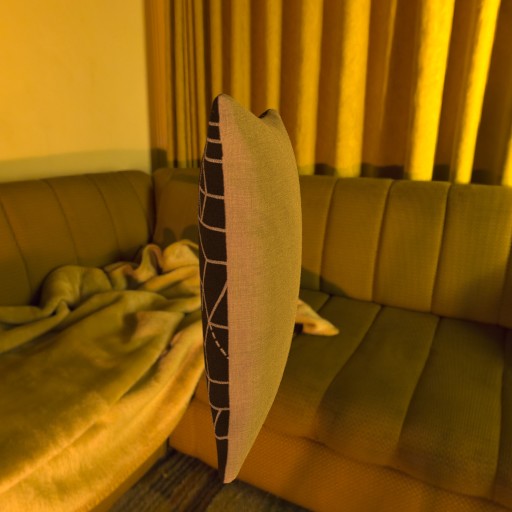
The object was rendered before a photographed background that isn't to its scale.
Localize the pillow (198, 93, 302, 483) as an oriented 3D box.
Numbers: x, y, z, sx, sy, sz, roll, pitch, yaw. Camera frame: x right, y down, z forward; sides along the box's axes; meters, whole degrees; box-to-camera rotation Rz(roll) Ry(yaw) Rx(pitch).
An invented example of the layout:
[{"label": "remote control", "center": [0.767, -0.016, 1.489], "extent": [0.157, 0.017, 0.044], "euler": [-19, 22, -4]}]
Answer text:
[{"label": "pillow", "center": [0.000, 0.000, 0.777], "extent": [0.158, 0.508, 0.517], "euler": [2, 17, 8]}]
